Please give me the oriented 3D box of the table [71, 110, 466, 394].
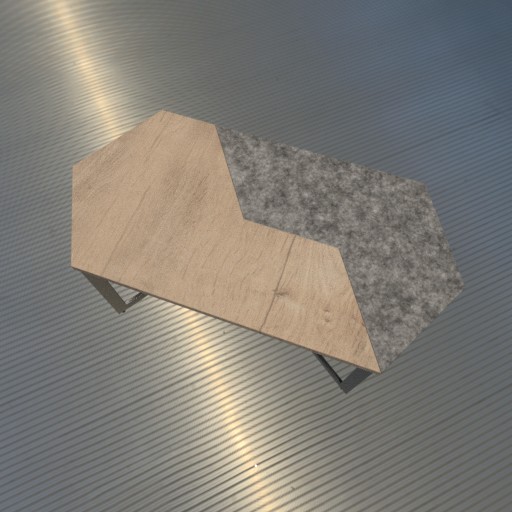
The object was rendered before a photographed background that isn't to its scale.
[{"bbox_3d":[0.000,0.000,1.507,1.219,0.457,0.609,18,66,8],"label":"table"}]
